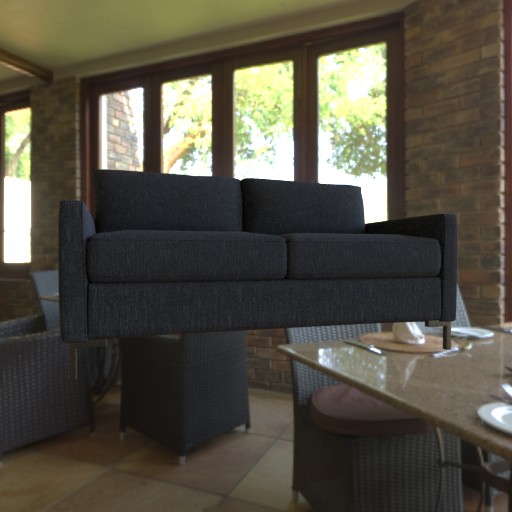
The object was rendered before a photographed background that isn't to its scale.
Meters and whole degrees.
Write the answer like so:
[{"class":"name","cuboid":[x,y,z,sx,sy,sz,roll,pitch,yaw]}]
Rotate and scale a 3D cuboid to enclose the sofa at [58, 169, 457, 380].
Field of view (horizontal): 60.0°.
[{"class":"sofa","cuboid":[0.000,0.000,2.168,1.716,0.862,0.866,0,0,-18]}]
